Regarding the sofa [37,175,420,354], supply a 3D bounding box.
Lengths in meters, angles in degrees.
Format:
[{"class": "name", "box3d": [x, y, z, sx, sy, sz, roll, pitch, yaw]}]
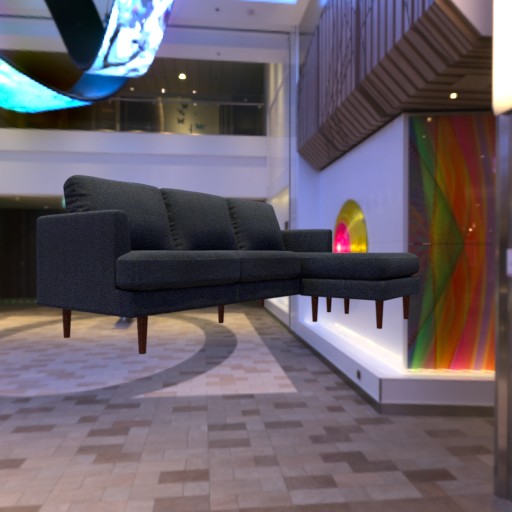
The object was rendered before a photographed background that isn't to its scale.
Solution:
[{"class": "sofa", "box3d": [0.000, 0.000, 2.969, 1.504, 0.956, 2.233, 0, 0, 37]}]
